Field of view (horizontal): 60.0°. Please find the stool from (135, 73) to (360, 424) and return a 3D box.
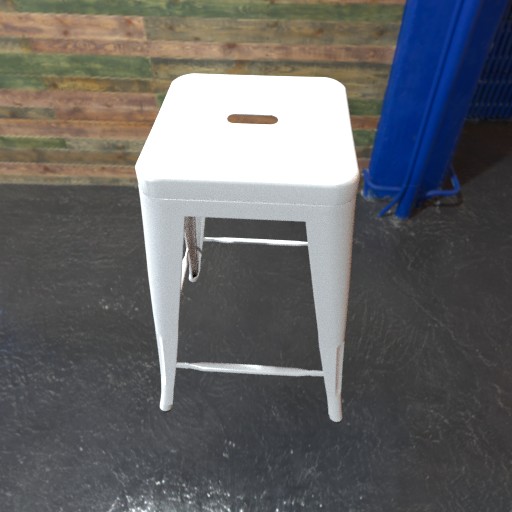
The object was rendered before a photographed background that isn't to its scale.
[{"bbox_3d":[0.000,0.000,0.896,0.406,0.610,0.406,3,46,3],"label":"stool"}]
